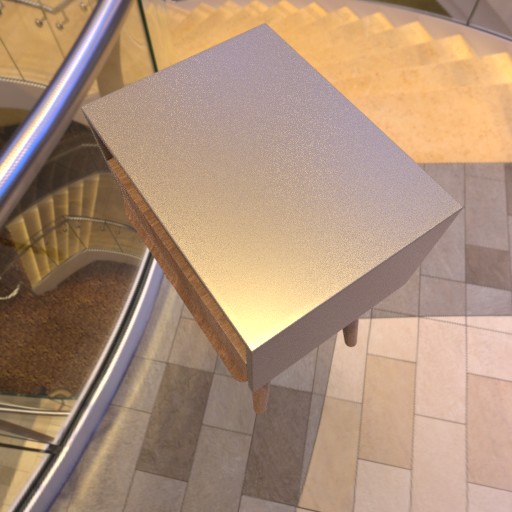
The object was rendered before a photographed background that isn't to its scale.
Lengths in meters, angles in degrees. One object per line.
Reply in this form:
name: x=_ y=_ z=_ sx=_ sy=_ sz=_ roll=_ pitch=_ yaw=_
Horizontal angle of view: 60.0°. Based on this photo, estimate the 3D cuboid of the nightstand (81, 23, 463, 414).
nightstand: x=0.000 y=0.000 z=0.734 sx=0.288 sy=0.508 sz=0.370 roll=-32 pitch=67 yaw=-15
